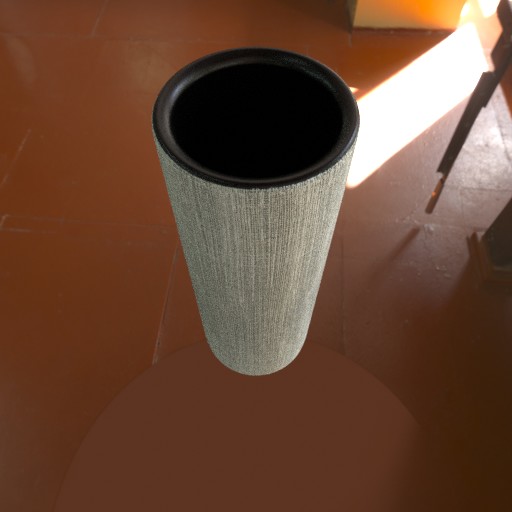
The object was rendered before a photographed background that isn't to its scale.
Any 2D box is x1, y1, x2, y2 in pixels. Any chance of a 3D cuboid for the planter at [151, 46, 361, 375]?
[{"bbox_3d":[0.000,0.000,0.326,0.100,0.270,0.100,34,64,19],"label":"planter"}]
